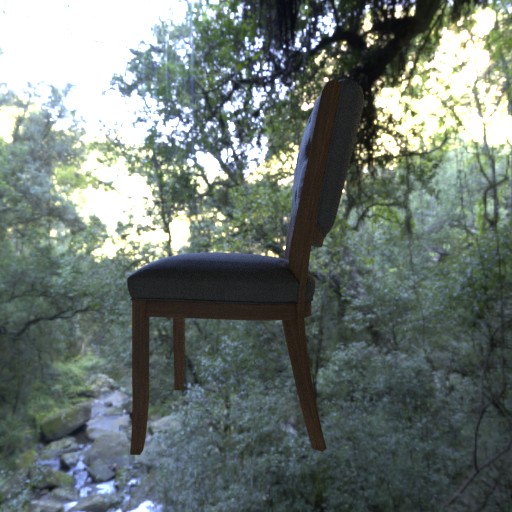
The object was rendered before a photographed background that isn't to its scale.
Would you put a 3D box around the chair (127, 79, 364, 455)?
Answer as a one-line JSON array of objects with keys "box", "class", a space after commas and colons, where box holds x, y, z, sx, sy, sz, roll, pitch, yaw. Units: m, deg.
[{"box": [0.000, 0.000, 1.258, 0.584, 0.905, 0.513, 0, 0, 1], "class": "chair"}]
